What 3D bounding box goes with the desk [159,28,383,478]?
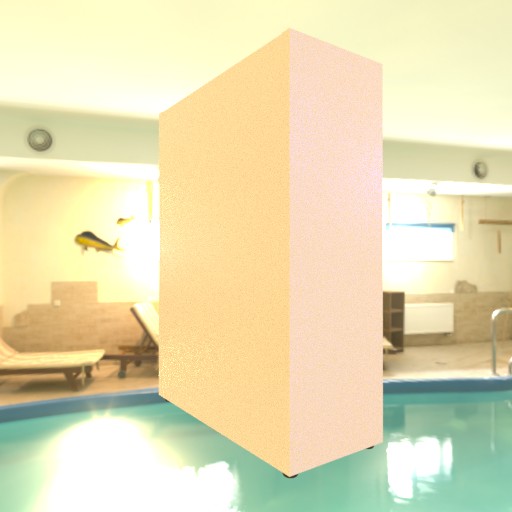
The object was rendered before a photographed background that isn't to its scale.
[{"bbox_3d":[0.000,0.000,1.616,0.390,1.190,0.850,0,0,-35],"label":"desk"}]
